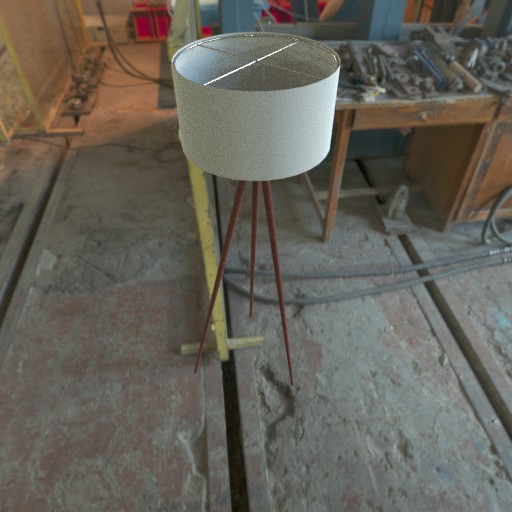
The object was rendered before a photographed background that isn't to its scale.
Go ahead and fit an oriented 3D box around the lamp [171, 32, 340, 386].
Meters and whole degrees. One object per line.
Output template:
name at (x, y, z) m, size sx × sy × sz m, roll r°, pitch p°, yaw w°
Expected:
lamp at (0.000, 0.000, 1.802) m, size 0.483 × 1.553 × 0.483 m, roll 28°, pitch 49°, yaw 27°
